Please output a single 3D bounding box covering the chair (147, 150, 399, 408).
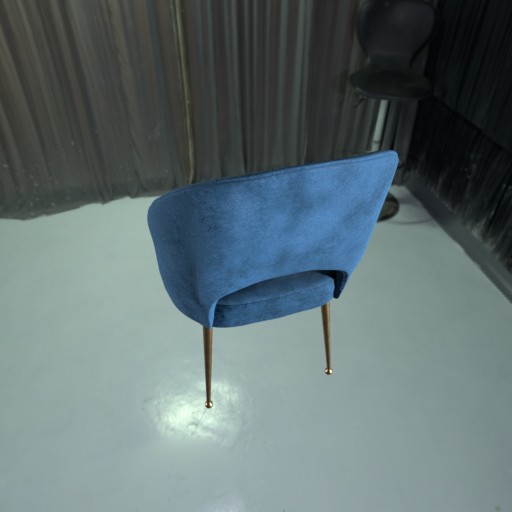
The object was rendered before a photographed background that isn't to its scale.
[{"bbox_3d":[0.000,0.000,1.196,0.527,0.860,0.577,-12,42,-13],"label":"chair"}]
